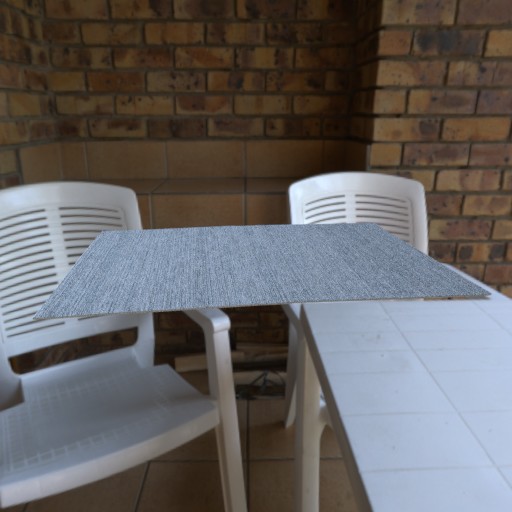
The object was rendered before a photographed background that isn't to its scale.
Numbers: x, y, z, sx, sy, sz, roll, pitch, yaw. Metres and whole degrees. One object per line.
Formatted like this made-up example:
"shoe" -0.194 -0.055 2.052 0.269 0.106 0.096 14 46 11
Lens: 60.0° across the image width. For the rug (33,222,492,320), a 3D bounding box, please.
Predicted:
"rug" 0.000 0.000 2.985 2.338 0.030 1.616 -2 18 -7
